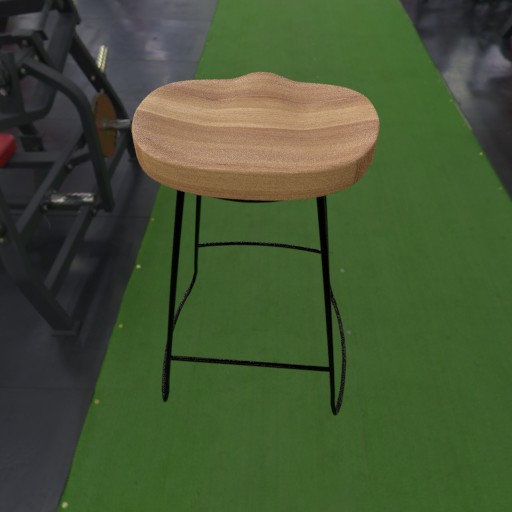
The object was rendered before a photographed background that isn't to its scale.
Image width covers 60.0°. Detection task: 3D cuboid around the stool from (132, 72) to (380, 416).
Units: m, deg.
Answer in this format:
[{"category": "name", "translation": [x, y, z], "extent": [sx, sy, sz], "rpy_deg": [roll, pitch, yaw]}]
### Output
[{"category": "stool", "translation": [0.000, 0.000, 0.956], "extent": [0.480, 0.679, 0.401], "rpy_deg": [3, 46, 3]}]
